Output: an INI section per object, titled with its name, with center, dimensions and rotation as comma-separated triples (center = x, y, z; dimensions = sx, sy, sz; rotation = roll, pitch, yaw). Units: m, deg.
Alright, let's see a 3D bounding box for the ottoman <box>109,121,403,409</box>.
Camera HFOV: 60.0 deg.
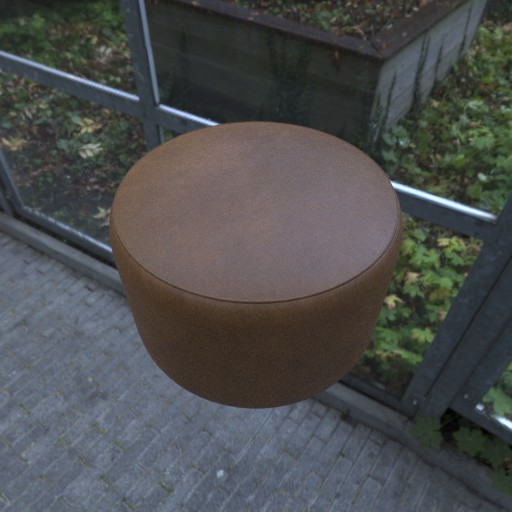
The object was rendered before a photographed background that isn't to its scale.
[ottoman]
center = 0.000, 0.000, 1.037
dimensions = 0.607, 0.438, 0.607
rotation = 0, 46, 0
